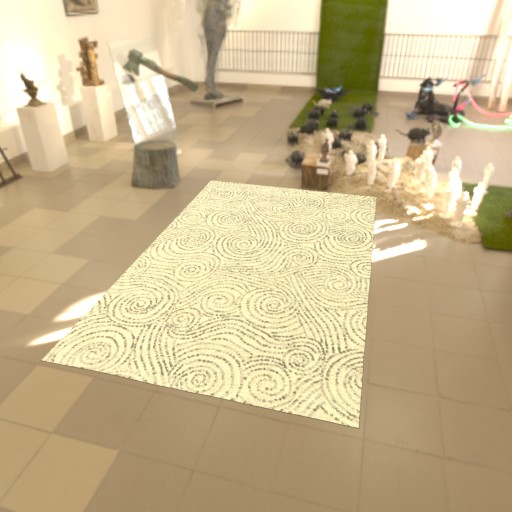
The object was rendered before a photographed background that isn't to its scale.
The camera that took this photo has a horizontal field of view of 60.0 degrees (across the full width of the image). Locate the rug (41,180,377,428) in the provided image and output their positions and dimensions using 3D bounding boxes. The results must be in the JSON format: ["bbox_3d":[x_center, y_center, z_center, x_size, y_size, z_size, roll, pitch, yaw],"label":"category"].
[{"bbox_3d":[0.000,0.000,2.999,1.524,0.005,2.439,8,32,13],"label":"rug"}]
